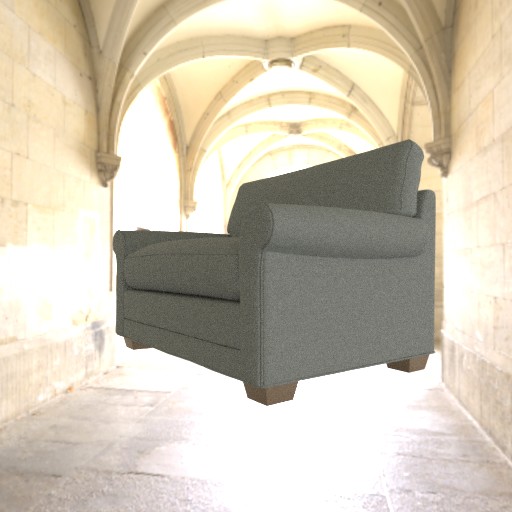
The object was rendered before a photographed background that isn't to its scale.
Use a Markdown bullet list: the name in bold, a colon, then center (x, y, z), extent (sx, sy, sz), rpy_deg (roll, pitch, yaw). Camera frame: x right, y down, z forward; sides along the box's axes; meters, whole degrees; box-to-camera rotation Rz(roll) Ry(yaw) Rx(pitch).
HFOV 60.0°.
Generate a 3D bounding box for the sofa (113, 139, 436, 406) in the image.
- **sofa**: center (0.000, 0.000, 2.095), extent (0.940, 0.953, 1.410), rpy_deg (1, -2, -36)
